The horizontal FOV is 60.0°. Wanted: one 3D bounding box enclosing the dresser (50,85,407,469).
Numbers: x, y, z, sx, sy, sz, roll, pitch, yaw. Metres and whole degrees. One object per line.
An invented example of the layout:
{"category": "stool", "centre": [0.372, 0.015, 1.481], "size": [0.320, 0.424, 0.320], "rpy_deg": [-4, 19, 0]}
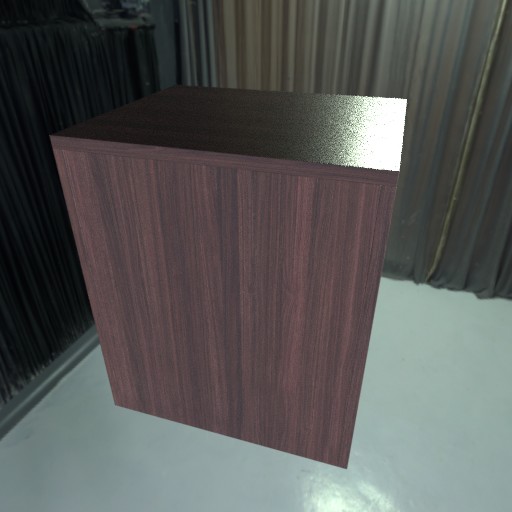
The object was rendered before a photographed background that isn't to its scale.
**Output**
{"category": "dresser", "centre": [0.000, 0.000, 0.743], "size": [0.400, 0.470, 0.360], "rpy_deg": [9, 32, 15]}
